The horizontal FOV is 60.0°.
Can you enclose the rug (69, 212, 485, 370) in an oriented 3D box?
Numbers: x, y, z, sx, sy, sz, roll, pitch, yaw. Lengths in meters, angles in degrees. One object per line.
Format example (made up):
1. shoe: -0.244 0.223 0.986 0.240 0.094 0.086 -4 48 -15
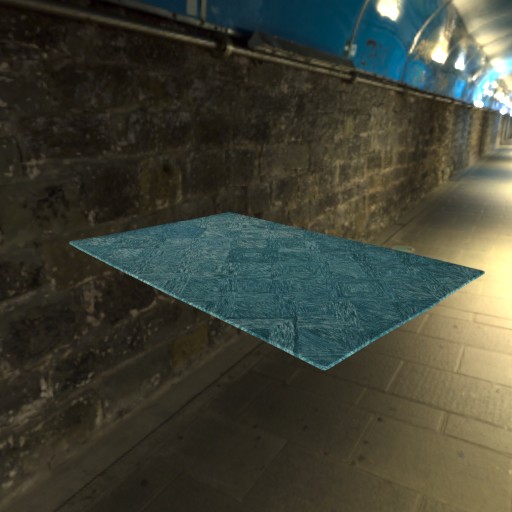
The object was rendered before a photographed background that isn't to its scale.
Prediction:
1. rug: 0.000 0.000 2.145 1.136 0.017 1.728 -16 23 -41
